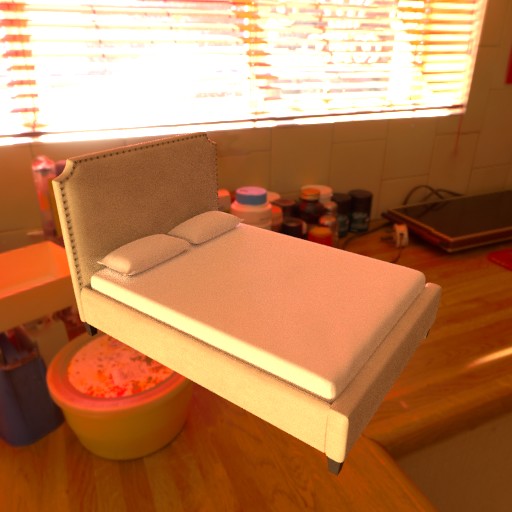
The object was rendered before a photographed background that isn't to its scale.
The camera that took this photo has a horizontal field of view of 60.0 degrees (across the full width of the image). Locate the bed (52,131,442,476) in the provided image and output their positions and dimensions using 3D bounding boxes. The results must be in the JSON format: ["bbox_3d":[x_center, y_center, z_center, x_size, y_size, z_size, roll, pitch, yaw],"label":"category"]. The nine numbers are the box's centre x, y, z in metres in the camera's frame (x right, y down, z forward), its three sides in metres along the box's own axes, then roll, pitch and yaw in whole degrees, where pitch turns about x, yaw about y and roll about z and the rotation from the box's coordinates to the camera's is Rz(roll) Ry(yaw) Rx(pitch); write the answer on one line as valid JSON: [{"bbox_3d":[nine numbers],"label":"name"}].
[{"bbox_3d":[0.000,0.000,3.356,2.372,1.443,1.712,17,30,32],"label":"bed"}]
